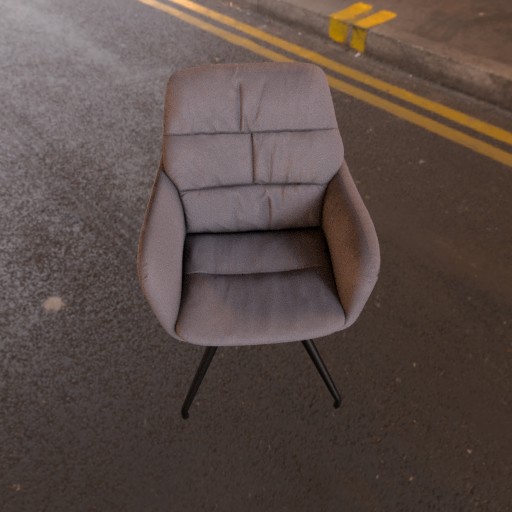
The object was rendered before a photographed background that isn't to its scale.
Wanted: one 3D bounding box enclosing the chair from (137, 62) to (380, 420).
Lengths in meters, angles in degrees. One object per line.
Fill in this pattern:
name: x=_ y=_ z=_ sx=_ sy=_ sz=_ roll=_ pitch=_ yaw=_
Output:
chair: x=0.000 y=0.000 z=1.253 sx=0.579 sy=0.888 sz=0.569 roll=-3 pitch=47 yaw=-3
